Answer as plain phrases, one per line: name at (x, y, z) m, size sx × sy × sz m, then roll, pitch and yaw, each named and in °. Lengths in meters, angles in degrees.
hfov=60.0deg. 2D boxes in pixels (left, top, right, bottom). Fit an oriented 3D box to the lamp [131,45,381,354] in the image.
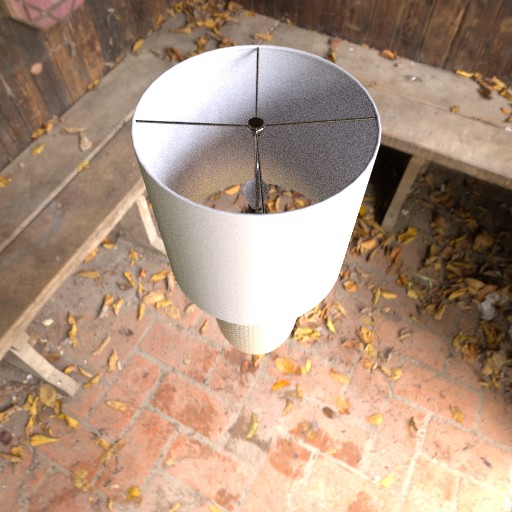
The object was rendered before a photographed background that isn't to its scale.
lamp at (0.000, 0.000, 0.579) m, size 0.217 × 0.453 × 0.217 m, roll -1°, pitch 58°, yaw -1°
